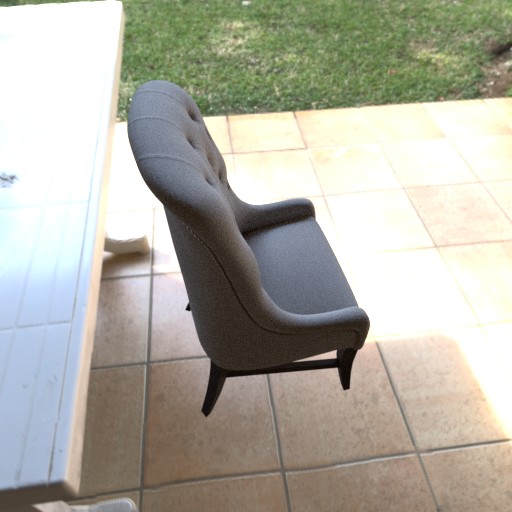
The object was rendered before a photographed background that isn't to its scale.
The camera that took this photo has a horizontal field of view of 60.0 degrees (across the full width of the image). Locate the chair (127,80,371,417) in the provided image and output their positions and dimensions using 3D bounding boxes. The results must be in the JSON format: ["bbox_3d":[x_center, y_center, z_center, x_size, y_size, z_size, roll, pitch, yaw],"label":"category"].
[{"bbox_3d":[0.000,0.000,1.482,0.629,1.091,0.634,-10,48,-9],"label":"chair"}]
